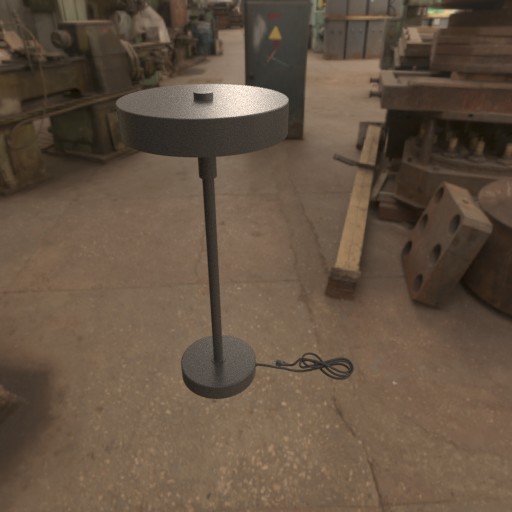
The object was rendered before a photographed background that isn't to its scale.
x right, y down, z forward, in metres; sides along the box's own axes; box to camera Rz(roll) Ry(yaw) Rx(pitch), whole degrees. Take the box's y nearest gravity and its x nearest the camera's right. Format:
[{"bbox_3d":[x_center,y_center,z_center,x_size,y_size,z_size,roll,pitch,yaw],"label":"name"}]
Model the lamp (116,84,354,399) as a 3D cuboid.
[{"bbox_3d":[0.000,0.000,0.720,0.369,0.508,0.229,0,30,0],"label":"lamp"}]
